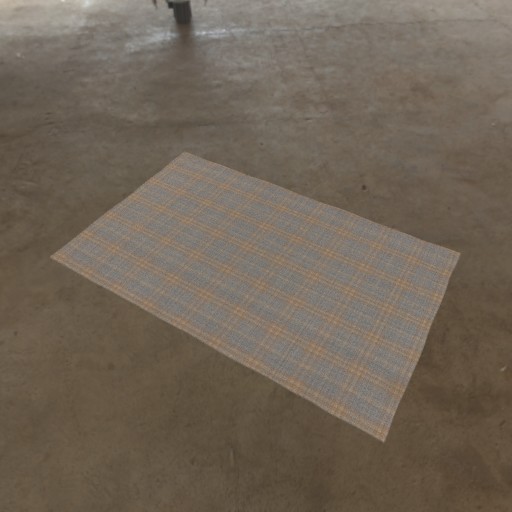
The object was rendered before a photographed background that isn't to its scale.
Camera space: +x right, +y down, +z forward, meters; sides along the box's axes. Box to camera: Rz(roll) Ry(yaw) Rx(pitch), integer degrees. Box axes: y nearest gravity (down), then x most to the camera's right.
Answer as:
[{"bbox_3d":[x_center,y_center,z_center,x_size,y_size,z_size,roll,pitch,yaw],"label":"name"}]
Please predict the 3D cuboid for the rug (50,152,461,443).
[{"bbox_3d":[0.000,0.000,3.116,2.460,0.016,1.545,24,51,21],"label":"rug"}]
